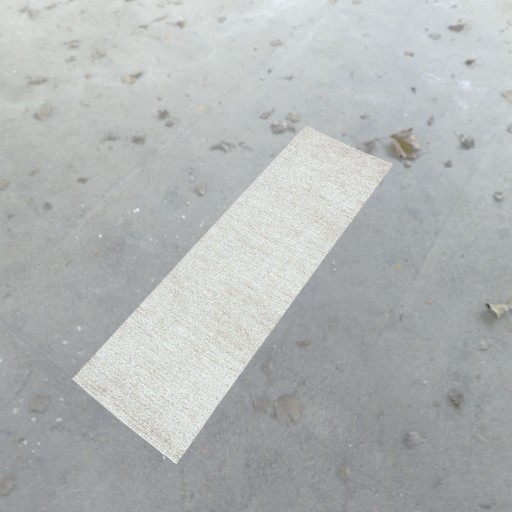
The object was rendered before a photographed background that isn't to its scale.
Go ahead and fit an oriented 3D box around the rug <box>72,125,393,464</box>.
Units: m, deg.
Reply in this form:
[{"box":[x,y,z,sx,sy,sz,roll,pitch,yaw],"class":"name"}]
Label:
[{"box":[0.000,0.000,2.709,0.712,0.013,2.346,31,63,18],"class":"rug"}]
